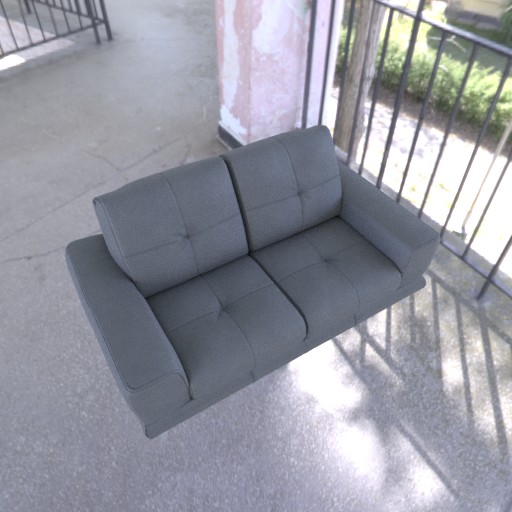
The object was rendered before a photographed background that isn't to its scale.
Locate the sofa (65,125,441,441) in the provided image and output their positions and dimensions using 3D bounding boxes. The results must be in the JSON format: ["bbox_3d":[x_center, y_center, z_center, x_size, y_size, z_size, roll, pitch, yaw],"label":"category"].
[{"bbox_3d":[0.000,0.000,2.407,1.806,0.907,1.018,-23,49,-22],"label":"sofa"}]
